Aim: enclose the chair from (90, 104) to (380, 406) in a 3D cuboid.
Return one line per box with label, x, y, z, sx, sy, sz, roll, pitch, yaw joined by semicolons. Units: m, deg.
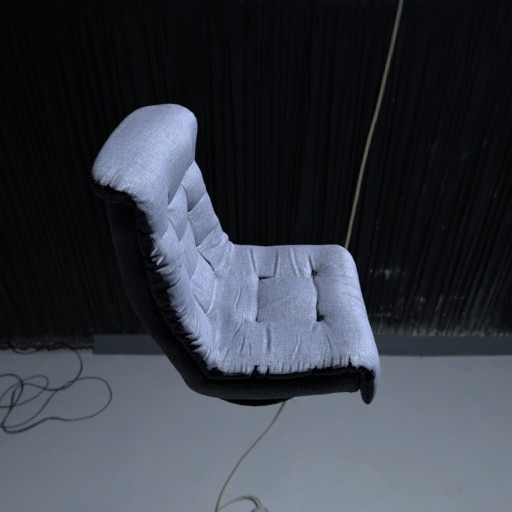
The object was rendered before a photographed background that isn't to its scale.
chair;0.000;0.000;1.244;0.668;0.749;0.597;1;34;1
